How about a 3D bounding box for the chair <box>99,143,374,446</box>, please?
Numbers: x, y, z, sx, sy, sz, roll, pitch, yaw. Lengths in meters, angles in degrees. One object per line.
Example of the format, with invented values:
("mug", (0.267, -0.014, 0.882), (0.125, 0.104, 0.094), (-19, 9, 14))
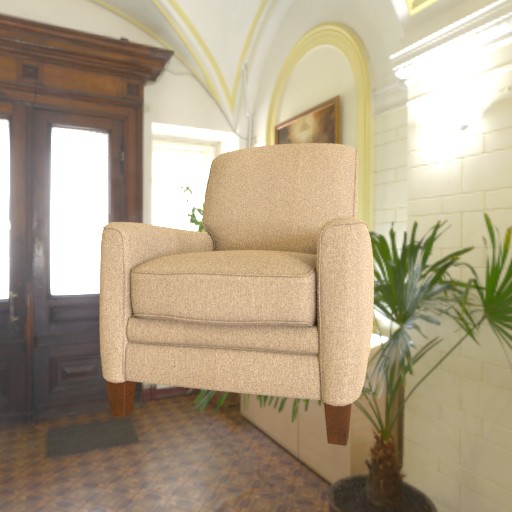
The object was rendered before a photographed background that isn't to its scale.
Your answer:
("chair", (0.000, 0.000, 1.654), (0.848, 1.014, 0.864), (0, 1, 17))
